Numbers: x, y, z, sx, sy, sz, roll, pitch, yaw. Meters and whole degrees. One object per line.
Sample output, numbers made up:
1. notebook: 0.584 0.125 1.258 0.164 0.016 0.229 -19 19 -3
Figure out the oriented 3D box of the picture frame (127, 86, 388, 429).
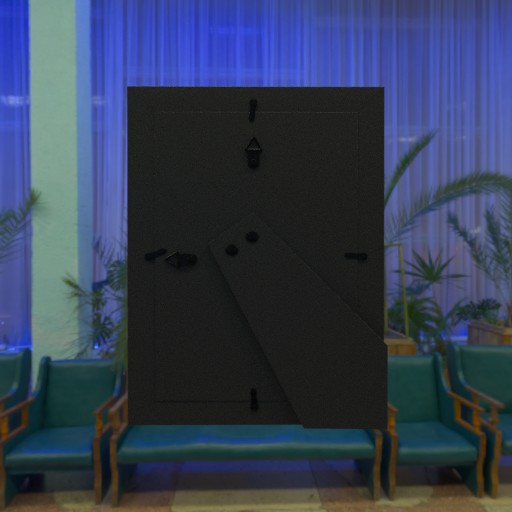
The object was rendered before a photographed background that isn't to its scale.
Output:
1. picture frame: 0.000 0.000 0.278 0.157 0.208 0.028 0 0 0
